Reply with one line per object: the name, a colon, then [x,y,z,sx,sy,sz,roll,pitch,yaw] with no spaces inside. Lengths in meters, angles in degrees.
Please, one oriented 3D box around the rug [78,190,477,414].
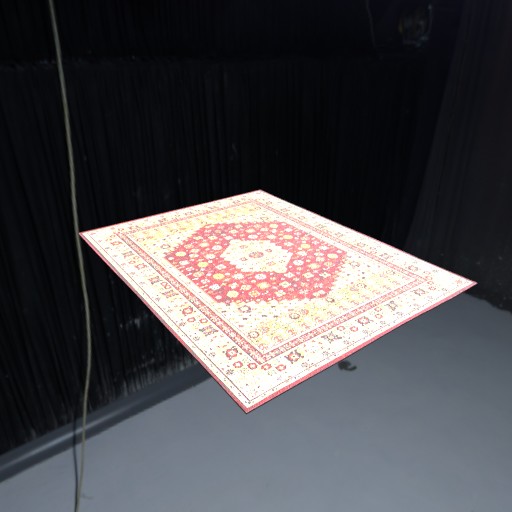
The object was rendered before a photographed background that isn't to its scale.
rug: [0.000,0.000,4.184,2.387,0.013,3.053,-18,32,-32]
